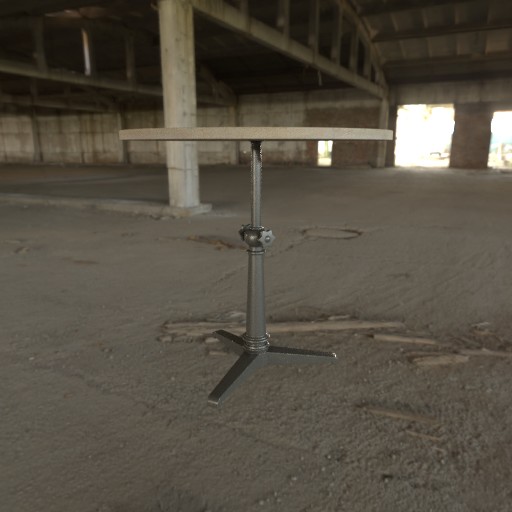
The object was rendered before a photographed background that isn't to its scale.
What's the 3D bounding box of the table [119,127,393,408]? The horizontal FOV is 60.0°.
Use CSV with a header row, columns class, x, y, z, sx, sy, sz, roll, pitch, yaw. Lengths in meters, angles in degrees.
class,x,y,z,sx,sy,sz,roll,pitch,yaw
table,0.000,0.000,1.446,0.800,0.780,0.800,0,14,0
